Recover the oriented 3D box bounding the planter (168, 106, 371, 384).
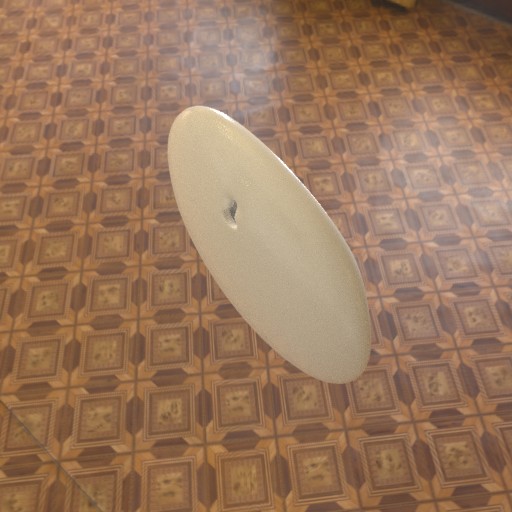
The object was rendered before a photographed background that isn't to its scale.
[{"bbox_3d":[0.000,0.000,0.274,0.043,0.188,0.185,-34,64,-19],"label":"planter"}]
